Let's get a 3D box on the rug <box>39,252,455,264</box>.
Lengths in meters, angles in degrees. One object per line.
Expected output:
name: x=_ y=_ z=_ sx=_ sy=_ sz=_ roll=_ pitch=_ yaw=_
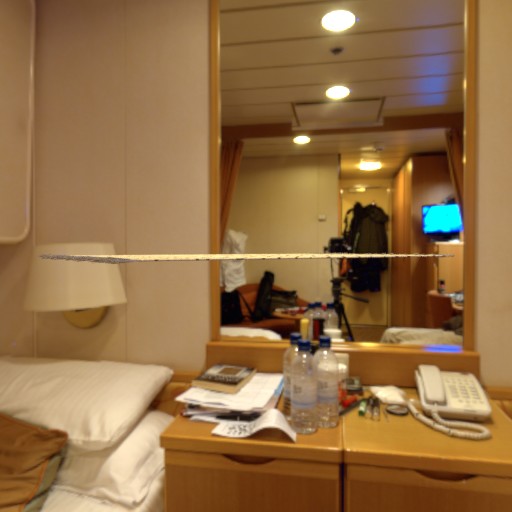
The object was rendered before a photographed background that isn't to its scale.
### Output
rug: x=0.000 y=0.000 z=3.033 sx=2.472 sy=0.035 sz=1.495 roll=-1 pitch=1 yaw=-36
